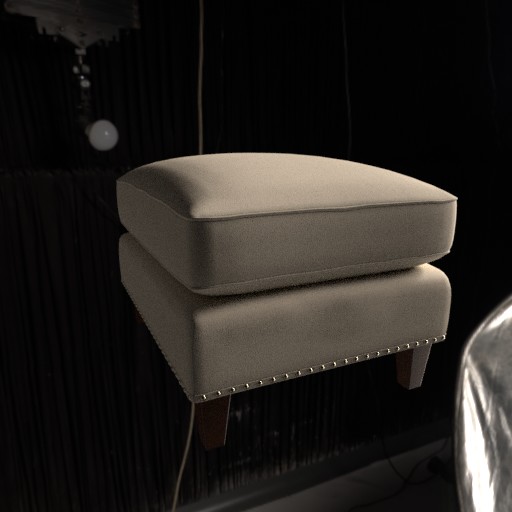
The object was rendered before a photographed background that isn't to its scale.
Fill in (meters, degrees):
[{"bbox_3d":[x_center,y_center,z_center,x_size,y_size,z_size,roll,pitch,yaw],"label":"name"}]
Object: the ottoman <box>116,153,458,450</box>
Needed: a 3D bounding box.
[{"bbox_3d":[0.000,0.000,1.134,0.584,0.513,0.741,-7,16,-24],"label":"ottoman"}]
